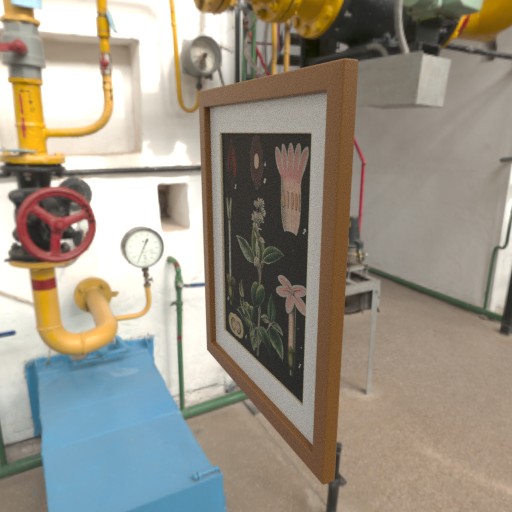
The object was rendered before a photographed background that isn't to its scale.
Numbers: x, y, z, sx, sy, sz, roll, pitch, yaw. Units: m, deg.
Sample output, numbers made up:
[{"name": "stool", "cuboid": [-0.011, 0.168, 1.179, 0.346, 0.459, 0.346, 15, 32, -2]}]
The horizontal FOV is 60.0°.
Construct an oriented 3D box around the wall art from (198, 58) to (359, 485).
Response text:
[{"name": "wall art", "cuboid": [0.000, 0.000, 0.740, 0.021, 0.550, 0.449, -8, 17, -26]}]
